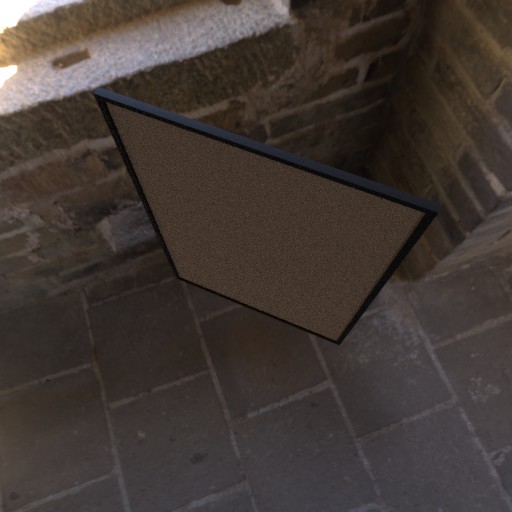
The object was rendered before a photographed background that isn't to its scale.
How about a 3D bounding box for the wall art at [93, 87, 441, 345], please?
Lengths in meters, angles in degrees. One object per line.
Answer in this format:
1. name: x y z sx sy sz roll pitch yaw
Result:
1. wall art: 0.000 0.000 0.847 0.460 0.660 0.013 21 67 9
